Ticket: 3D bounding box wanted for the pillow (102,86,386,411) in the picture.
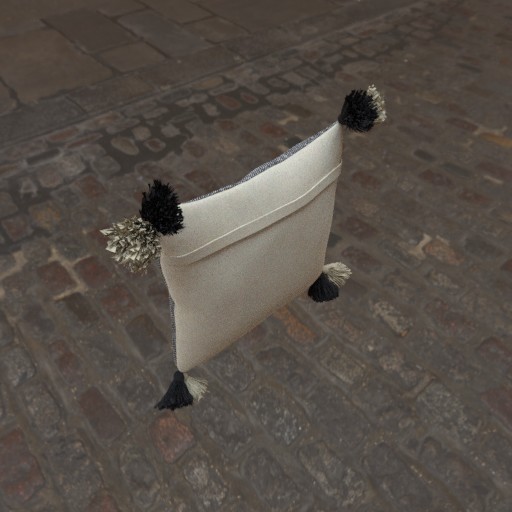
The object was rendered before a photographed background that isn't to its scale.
[{"bbox_3d":[0.000,0.000,0.979,0.654,0.659,0.170,-32,55,-26],"label":"pillow"}]
